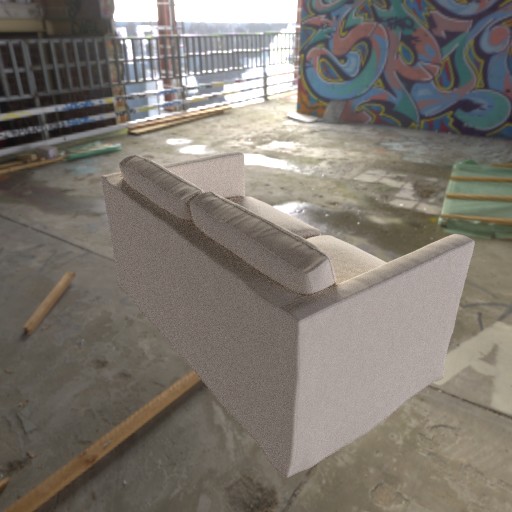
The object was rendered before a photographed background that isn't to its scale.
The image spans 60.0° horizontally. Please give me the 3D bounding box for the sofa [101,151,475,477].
[{"bbox_3d":[0.000,0.000,2.266,0.962,0.834,1.746,-19,33,-31],"label":"sofa"}]
